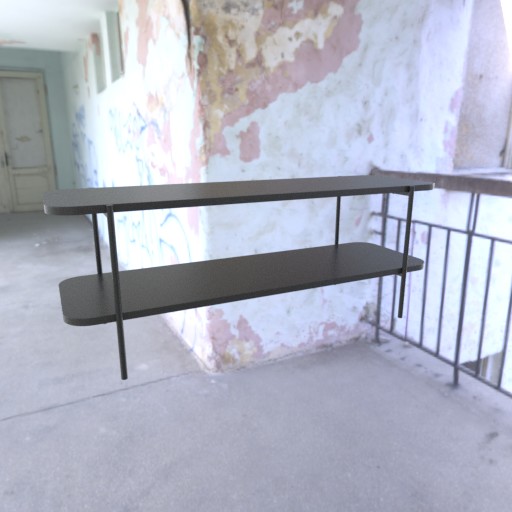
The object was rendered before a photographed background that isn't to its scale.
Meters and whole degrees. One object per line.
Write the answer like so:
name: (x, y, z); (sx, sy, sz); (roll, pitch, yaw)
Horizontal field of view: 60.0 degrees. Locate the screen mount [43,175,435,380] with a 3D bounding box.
screen mount: (0.000, 0.000, 1.436); (1.200, 0.447, 0.400); (-7, 17, -24)
